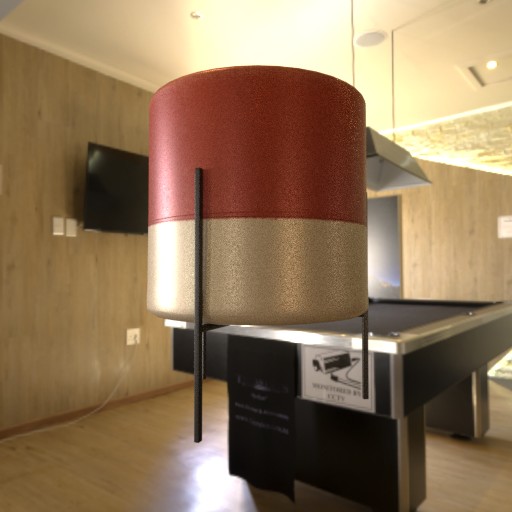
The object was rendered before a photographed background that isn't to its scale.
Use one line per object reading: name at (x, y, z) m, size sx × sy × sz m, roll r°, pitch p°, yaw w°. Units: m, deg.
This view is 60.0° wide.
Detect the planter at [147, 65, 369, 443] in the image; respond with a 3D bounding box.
planter at (0.000, 0.000, 0.715) m, size 0.345 × 0.465 × 0.354 m, roll 1°, pitch -2°, yaw -35°
